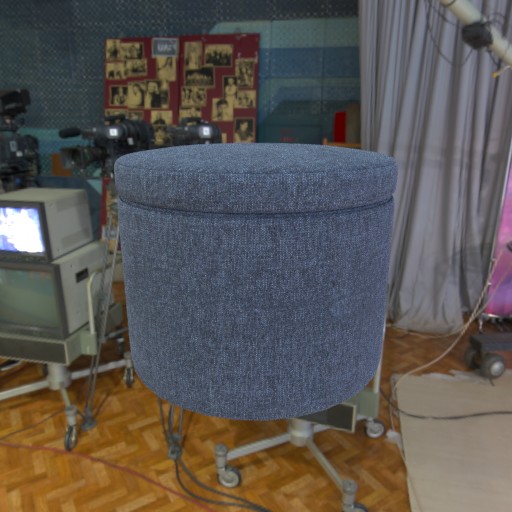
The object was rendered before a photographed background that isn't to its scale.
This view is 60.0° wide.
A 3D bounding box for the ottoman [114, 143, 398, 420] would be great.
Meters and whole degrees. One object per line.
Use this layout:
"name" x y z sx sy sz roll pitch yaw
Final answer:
"ottoman" 0.000 0.000 0.867 0.500 0.419 0.500 0 17 0
